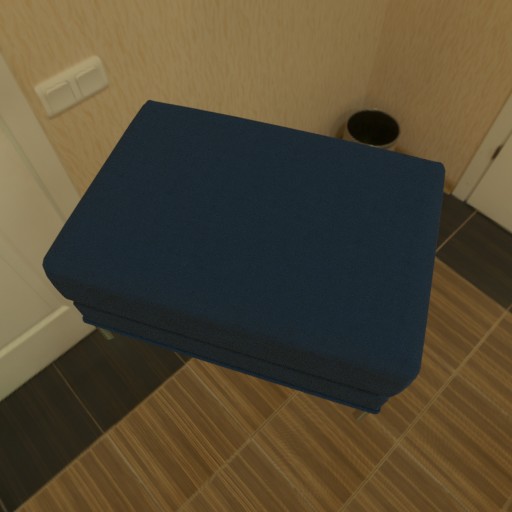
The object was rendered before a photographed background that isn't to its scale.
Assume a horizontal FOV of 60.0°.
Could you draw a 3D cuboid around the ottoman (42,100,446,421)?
[{"bbox_3d":[0.000,0.000,1.209,0.835,0.498,0.587,15,61,9],"label":"ottoman"}]
